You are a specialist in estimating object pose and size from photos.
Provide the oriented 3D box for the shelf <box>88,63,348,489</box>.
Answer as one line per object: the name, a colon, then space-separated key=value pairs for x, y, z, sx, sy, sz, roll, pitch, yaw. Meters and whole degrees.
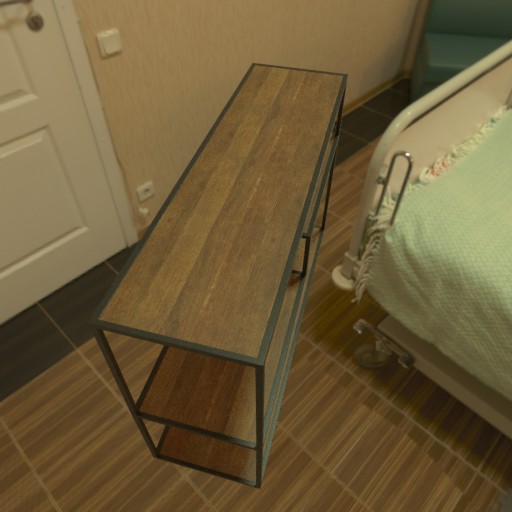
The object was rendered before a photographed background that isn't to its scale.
shelf: x=0.000 y=0.000 z=1.507 sx=0.361 sy=0.765 sz=1.201 roll=11 pitch=48 yaw=10
